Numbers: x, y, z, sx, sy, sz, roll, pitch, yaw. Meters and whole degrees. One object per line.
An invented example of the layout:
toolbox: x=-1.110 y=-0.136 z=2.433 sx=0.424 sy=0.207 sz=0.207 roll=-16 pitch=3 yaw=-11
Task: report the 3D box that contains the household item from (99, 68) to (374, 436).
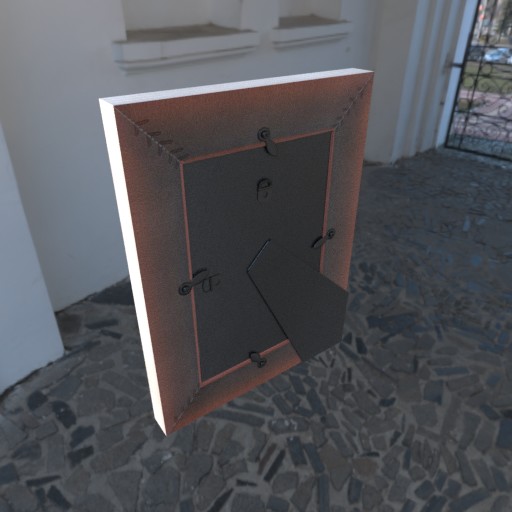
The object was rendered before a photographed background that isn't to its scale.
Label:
household item: x=0.000 y=0.000 z=0.293 sx=0.165 sy=0.216 sz=0.025 roll=-20 pitch=36 yaw=-30
